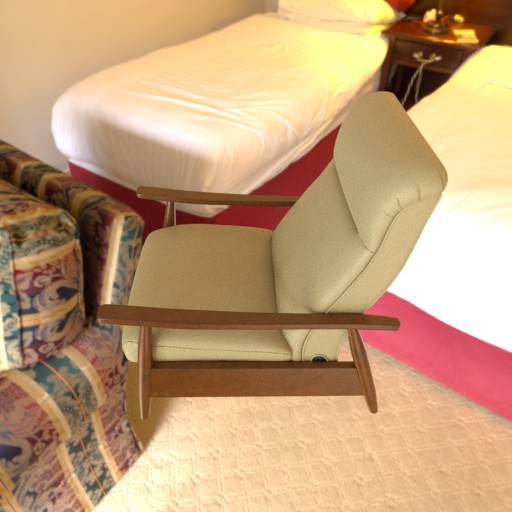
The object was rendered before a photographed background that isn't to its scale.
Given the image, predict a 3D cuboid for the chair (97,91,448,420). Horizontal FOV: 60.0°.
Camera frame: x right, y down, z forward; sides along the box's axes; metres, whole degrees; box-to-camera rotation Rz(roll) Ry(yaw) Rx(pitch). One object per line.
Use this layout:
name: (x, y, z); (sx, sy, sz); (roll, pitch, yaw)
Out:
chair: (0.000, 0.000, 1.718); (1.014, 1.082, 0.762); (-1, 41, -1)
